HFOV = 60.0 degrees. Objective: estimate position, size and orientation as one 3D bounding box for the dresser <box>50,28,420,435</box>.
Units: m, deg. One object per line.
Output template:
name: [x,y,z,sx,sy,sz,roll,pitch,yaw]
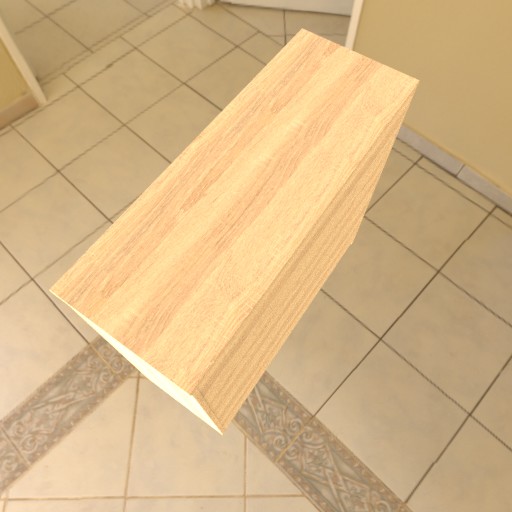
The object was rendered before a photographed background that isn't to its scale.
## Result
dresser: [0.000,0.000,1.446,0.380,0.900,0.980,32,68,15]
